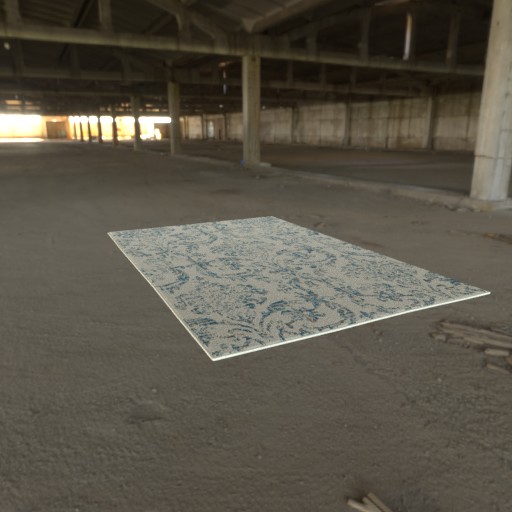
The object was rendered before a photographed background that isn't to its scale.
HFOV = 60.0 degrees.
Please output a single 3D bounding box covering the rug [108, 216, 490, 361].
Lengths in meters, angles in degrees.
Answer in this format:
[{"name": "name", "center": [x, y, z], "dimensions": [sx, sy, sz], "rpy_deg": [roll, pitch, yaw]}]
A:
[{"name": "rug", "center": [0.000, 0.000, 2.324], "dimensions": [1.213, 0.012, 1.831], "rpy_deg": [-8, 18, -26]}]
